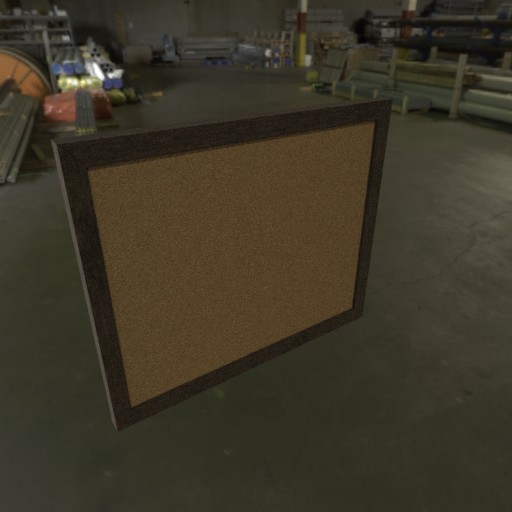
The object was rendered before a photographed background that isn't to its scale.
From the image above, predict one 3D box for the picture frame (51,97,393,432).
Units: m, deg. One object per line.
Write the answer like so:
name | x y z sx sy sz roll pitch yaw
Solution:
picture frame | 0.000 0.000 0.737 0.546 0.455 0.026 -18 33 -30
